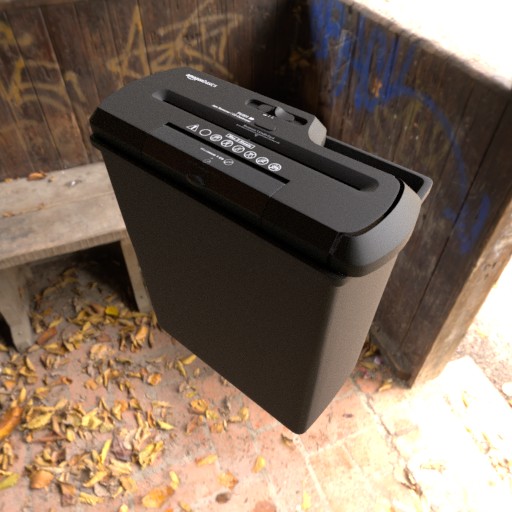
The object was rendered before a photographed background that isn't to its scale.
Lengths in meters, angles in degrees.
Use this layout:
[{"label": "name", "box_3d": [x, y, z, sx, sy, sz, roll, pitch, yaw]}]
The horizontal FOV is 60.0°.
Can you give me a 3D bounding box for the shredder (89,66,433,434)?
[{"label": "shredder", "box_3d": [0.000, 0.000, 0.502, 0.320, 0.335, 0.170, 31, 54, 26]}]
